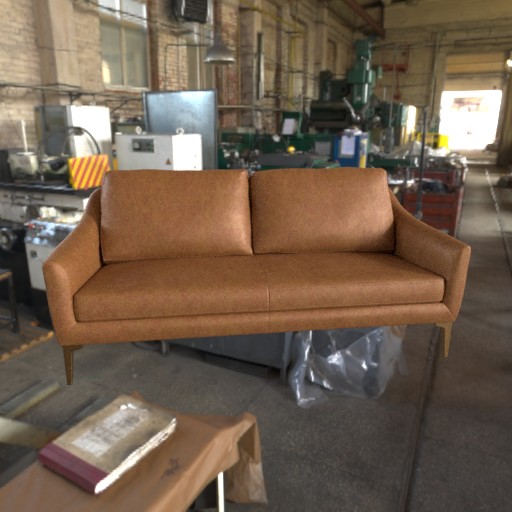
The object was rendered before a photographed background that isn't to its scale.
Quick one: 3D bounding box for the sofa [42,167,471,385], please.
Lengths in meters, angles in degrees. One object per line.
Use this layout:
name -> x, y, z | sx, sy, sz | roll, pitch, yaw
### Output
sofa -> 0.000, 0.000, 2.538 | 2.036, 0.945, 0.981 | -2, 16, -8
